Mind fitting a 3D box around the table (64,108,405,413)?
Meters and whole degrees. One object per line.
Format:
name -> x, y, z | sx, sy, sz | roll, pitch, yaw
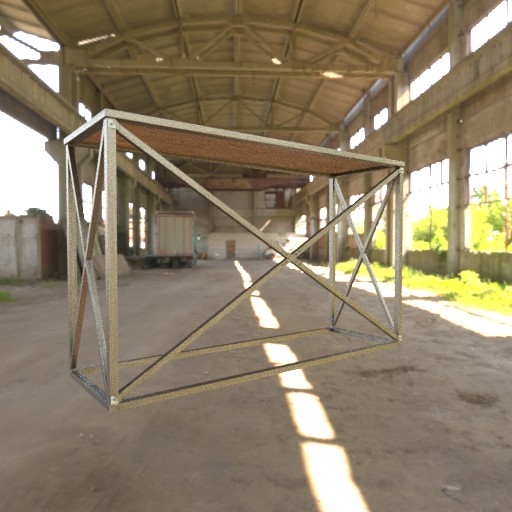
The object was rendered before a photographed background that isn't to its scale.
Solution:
table -> 0.000, 0.000, 1.613 | 1.216, 0.753, 0.402 | -1, 2, -37
